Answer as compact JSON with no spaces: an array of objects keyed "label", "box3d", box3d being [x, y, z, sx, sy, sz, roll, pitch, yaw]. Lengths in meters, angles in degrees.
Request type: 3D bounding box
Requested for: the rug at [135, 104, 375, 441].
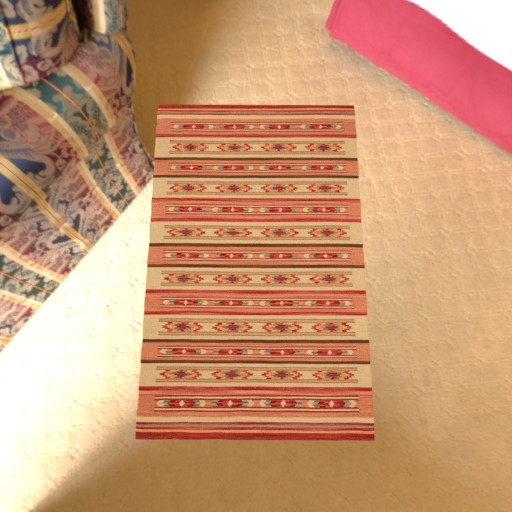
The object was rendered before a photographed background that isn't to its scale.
[{"label":"rug","box3d":[0.000,0.000,3.138,1.535,0.010,2.431,0,75,0]}]
